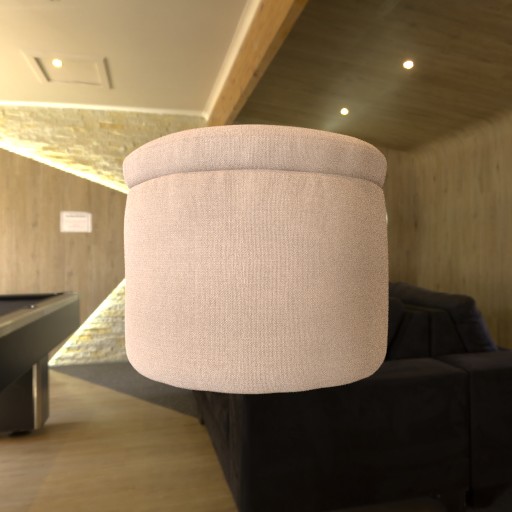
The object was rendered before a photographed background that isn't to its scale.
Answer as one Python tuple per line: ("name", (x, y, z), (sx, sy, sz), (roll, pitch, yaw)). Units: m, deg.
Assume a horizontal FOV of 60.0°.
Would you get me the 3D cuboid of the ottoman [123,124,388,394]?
("ottoman", (0.000, 0.000, 0.870), (0.497, 0.409, 0.497), (0, -1, 0))
